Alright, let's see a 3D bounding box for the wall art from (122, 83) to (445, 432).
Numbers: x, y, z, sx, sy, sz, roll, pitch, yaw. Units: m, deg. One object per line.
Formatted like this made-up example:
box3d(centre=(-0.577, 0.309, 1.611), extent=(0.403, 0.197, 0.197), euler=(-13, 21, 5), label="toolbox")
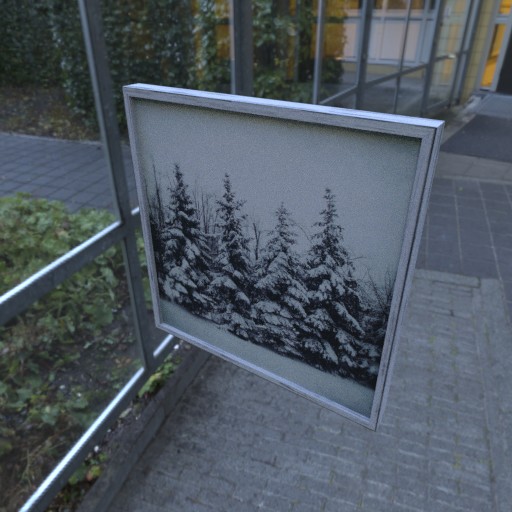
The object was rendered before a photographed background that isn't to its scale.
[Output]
box3d(centre=(0.000, 0.000, 0.752), extent=(0.506, 0.506, 0.038), euler=(18, 34, 28), label="wall art")
